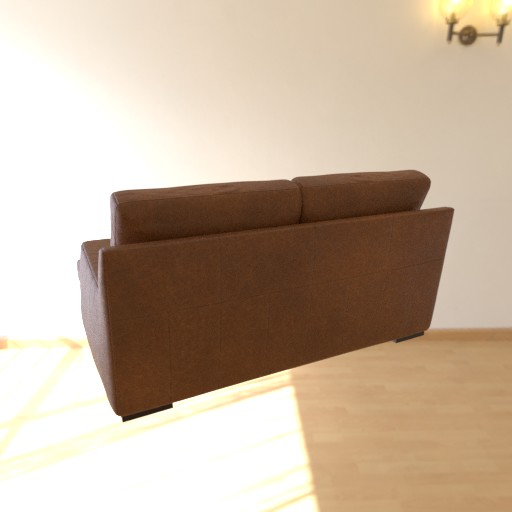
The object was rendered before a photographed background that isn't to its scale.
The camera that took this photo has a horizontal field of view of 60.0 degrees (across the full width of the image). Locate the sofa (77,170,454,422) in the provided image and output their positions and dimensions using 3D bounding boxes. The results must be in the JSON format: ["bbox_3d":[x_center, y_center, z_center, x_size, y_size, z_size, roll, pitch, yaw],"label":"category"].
[{"bbox_3d":[0.000,0.000,2.510,1.880,0.966,1.144,-8,19,-26],"label":"sofa"}]
